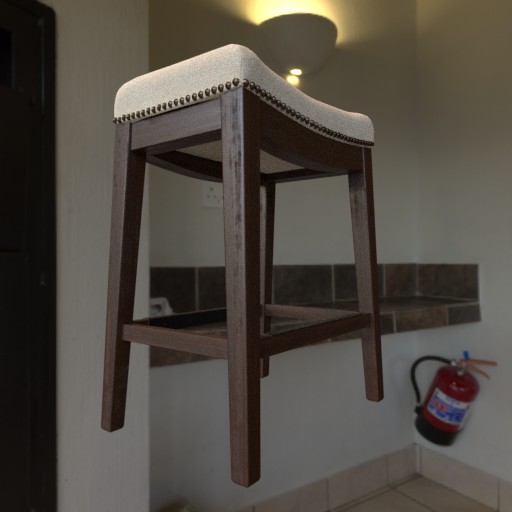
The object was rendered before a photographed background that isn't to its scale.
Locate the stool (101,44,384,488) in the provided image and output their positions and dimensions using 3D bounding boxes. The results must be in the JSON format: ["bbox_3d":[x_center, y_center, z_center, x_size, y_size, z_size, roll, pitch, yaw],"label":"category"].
[{"bbox_3d":[0.000,0.000,0.944,0.363,0.669,0.509,0,0,38],"label":"stool"}]
